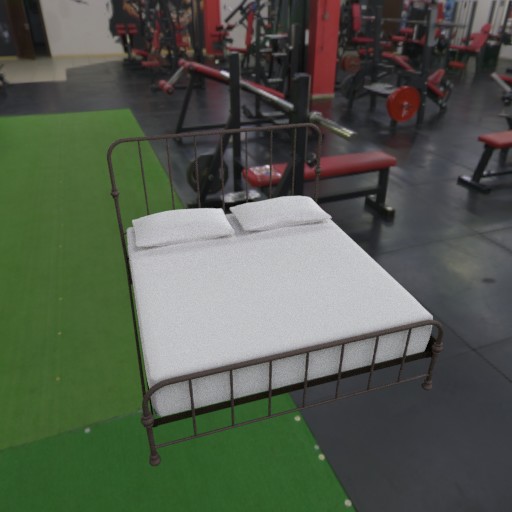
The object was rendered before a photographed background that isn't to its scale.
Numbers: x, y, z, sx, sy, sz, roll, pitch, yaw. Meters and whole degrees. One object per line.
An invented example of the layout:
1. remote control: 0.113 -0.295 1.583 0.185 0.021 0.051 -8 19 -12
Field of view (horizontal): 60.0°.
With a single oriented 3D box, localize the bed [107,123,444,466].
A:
1. bed: 0.000 0.000 3.474 2.044 1.446 2.134 -9 32 -15
